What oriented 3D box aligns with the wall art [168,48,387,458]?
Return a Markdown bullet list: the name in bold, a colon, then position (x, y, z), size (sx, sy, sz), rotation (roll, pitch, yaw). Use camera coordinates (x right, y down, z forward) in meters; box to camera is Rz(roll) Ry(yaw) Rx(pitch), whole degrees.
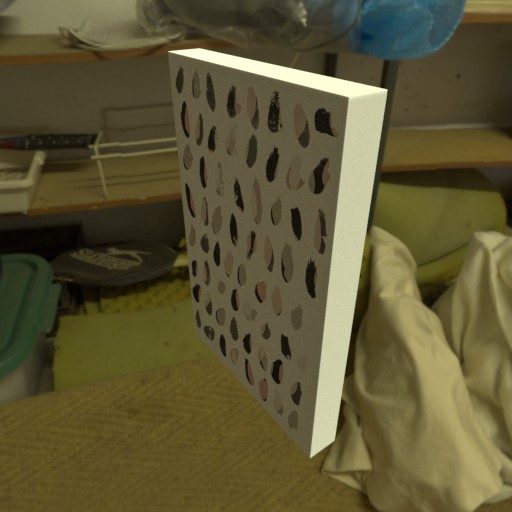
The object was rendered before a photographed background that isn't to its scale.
- **wall art**: position (0.000, 0.000, 0.479), size (0.039, 0.381, 0.252), rotation (-21, 38, -30)
